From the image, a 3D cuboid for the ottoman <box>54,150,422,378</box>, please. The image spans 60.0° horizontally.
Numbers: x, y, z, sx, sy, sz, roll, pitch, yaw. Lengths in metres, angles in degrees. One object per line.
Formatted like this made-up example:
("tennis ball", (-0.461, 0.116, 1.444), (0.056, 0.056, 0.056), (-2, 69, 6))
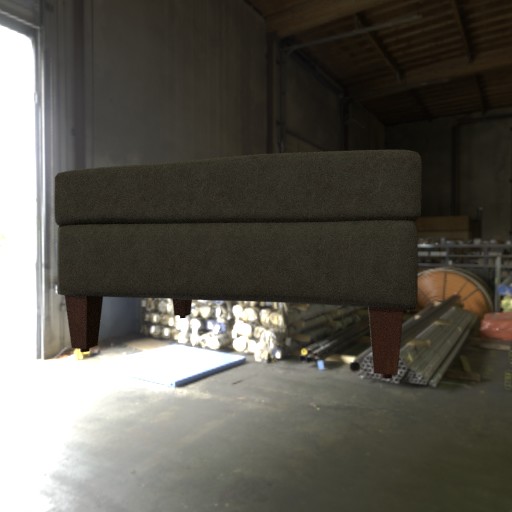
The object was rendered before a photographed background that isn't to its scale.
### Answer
("ottoman", (0.000, 0.000, 1.233), (0.839, 0.464, 0.639), (0, 1, 17))
